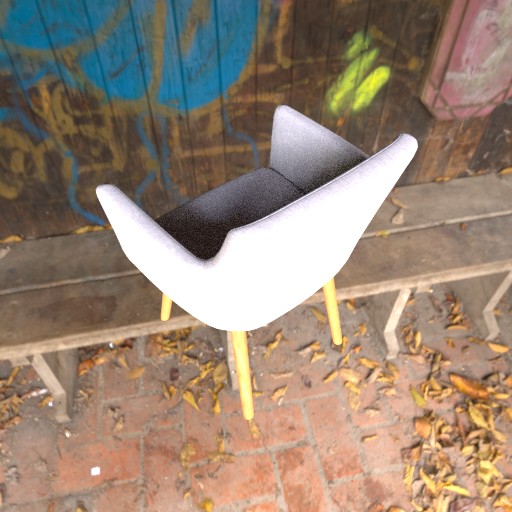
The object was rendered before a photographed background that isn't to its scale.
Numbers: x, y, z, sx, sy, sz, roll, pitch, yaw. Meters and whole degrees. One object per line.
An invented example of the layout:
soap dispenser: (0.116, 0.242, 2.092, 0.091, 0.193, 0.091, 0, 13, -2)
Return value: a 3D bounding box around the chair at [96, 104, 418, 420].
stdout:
chair: (0.000, 0.000, 1.164, 0.570, 0.780, 0.540, -32, 55, -26)
